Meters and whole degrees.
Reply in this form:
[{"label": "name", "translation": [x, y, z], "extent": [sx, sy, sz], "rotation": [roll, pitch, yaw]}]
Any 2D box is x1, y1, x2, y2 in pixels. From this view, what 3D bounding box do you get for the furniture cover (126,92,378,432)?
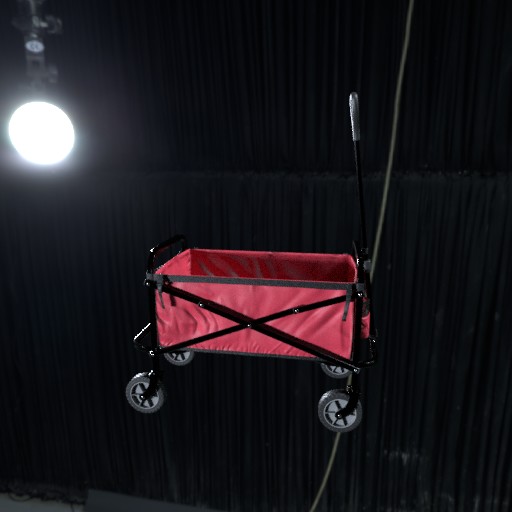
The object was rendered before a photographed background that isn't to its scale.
[{"label": "furniture cover", "translation": [0.000, 0.000, 1.879], "extent": [1.038, 1.295, 0.532], "rotation": [2, 14, 9]}]
